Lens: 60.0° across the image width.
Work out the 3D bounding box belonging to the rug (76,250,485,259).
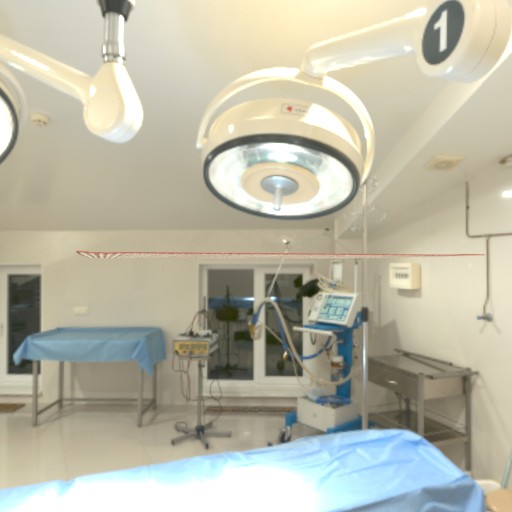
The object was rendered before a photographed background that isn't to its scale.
[{"bbox_3d":[0.000,0.000,4.253,3.086,0.030,2.489,0,-1,-19],"label":"rug"}]
